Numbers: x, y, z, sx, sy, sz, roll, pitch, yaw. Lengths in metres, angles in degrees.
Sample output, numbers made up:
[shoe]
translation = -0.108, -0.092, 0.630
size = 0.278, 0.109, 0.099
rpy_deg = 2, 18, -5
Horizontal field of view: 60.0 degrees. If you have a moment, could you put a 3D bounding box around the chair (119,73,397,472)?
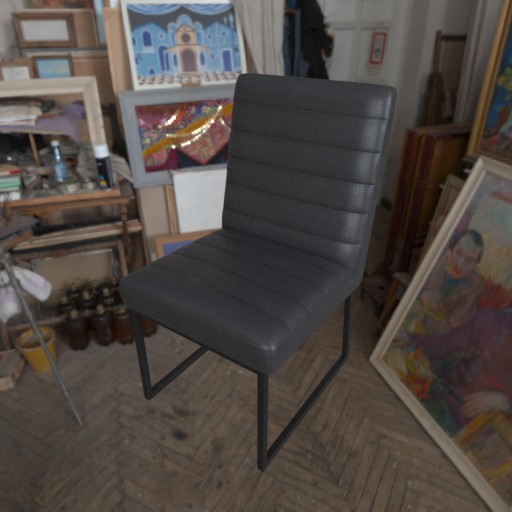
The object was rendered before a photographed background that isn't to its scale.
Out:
[chair]
translation = 0.000, 0.000, 1.310
size = 0.520, 0.930, 0.634
rpy_deg = 19, 34, 30
